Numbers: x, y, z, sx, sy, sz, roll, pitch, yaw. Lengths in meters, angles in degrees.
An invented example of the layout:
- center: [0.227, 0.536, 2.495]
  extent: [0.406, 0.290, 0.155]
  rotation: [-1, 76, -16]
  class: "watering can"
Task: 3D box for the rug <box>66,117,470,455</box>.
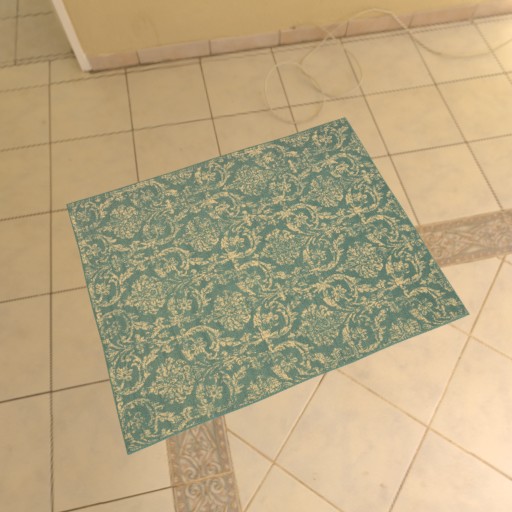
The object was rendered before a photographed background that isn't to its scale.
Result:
- center: [0.000, 0.000, 4.008]
  extent: [2.980, 0.012, 2.363]
  rotation: [-20, 66, -9]
  class: "rug"
